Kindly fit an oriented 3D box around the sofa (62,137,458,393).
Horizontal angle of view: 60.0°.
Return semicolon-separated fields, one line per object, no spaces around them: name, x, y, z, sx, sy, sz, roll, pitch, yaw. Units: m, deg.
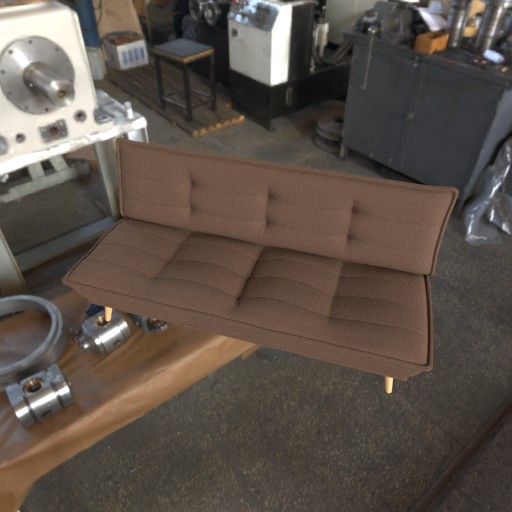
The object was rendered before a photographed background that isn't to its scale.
sofa;0.000;0.000;2.497;1.940;0.890;0.950;11;42;13
